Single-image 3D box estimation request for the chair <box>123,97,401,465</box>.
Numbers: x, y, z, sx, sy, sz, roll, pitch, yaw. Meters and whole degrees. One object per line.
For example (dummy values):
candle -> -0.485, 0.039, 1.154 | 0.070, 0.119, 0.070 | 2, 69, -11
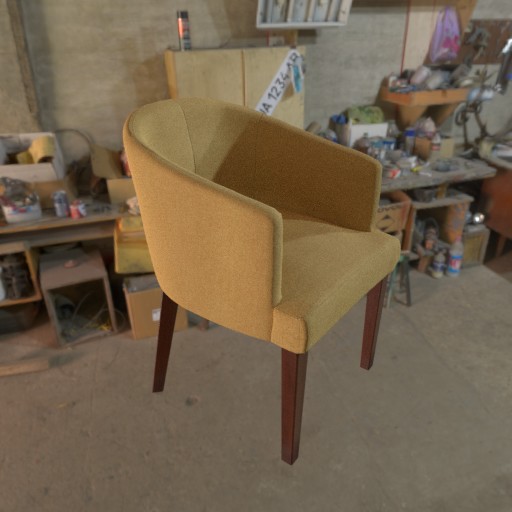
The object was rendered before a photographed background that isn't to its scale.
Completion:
chair -> 0.000, 0.000, 1.266 | 0.655, 0.811, 0.583 | 18, 31, 33
